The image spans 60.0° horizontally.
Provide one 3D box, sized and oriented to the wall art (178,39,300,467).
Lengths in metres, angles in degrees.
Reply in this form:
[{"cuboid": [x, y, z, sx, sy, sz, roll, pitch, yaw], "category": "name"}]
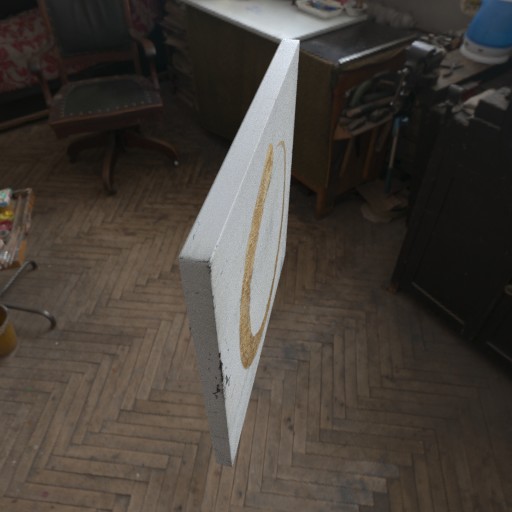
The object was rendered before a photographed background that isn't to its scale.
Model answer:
[{"cuboid": [0.000, 0.000, 0.883, 0.040, 0.611, 0.610, 9, 47, 9], "category": "wall art"}]
